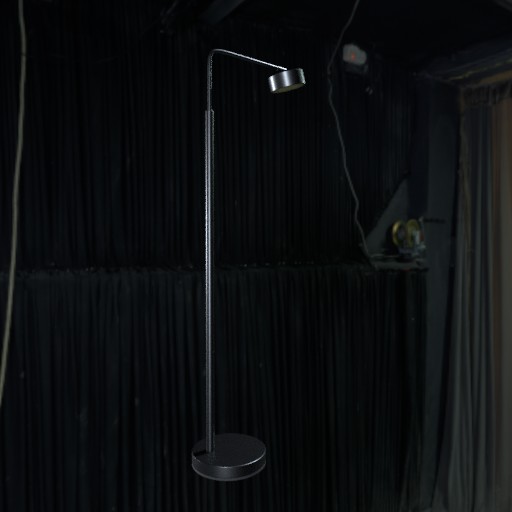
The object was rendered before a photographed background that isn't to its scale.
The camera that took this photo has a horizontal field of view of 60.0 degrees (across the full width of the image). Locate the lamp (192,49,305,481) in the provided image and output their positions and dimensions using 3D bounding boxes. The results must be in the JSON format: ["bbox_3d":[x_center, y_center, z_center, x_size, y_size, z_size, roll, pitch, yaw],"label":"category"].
[{"bbox_3d":[0.000,0.000,1.371,0.418,1.230,0.219,-1,2,-36],"label":"lamp"}]
